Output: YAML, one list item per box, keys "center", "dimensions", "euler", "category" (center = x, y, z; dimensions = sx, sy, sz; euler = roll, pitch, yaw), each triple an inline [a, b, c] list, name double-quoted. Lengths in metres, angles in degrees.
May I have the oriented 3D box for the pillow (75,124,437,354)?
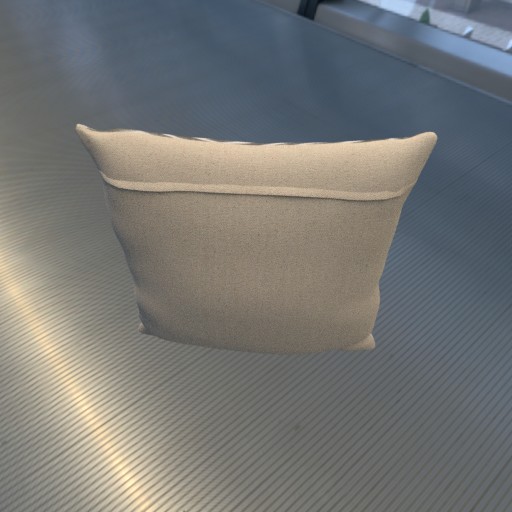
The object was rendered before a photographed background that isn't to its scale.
- center: [0.000, 0.000, 0.677]
  dimensions: [0.440, 0.441, 0.182]
  euler: [3, 46, 3]
  category: "pillow"
